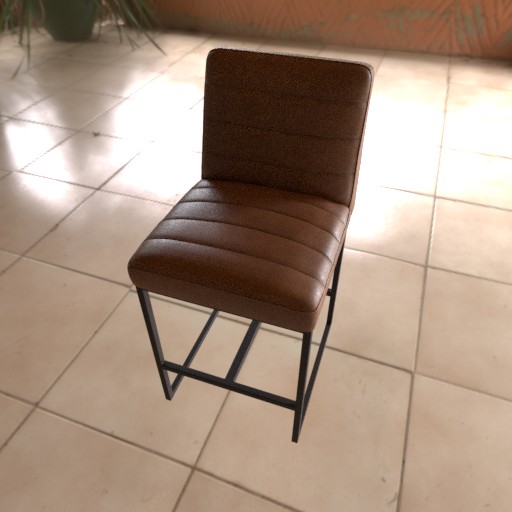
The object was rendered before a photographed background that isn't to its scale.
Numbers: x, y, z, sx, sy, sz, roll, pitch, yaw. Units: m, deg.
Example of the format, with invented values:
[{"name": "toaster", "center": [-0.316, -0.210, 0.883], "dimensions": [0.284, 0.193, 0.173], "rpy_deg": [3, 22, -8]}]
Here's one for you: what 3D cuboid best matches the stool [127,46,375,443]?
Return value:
[{"name": "stool", "center": [0.000, 0.000, 1.238], "dimensions": [0.458, 0.940, 0.556], "rpy_deg": [13, 43, 14]}]
